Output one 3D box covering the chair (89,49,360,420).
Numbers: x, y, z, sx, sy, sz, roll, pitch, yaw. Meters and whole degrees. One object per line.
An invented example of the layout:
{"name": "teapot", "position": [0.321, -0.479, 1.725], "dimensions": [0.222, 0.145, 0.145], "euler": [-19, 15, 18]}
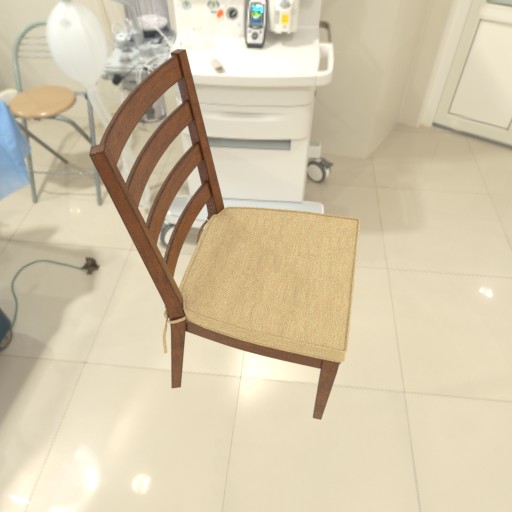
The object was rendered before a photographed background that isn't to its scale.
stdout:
{"name": "chair", "position": [0.000, 0.000, 1.331], "dimensions": [0.595, 0.979, 0.593], "euler": [9, 48, 9]}
